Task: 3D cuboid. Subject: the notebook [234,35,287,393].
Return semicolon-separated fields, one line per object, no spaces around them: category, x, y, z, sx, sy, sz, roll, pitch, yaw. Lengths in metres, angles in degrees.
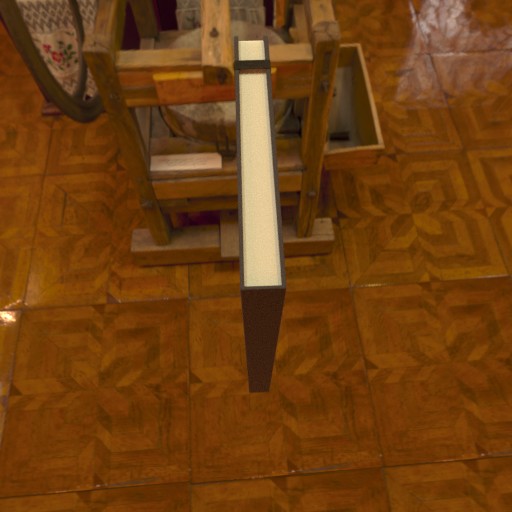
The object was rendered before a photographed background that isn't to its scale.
notebook;0.000;0.000;0.268;0.016;0.213;0.127;-2;64;-1
